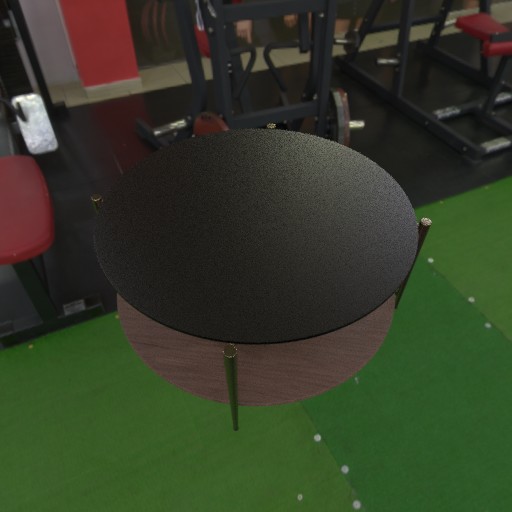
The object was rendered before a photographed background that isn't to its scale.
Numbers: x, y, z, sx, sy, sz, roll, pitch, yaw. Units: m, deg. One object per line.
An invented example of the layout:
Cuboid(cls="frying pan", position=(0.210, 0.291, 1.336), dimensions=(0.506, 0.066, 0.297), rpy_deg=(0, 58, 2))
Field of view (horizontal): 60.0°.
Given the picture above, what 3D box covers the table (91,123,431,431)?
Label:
Cuboid(cls="table", position=(0.000, 0.000, 1.462), dimensions=(0.938, 0.400, 0.938), rpy_deg=(-17, 48, -16))
